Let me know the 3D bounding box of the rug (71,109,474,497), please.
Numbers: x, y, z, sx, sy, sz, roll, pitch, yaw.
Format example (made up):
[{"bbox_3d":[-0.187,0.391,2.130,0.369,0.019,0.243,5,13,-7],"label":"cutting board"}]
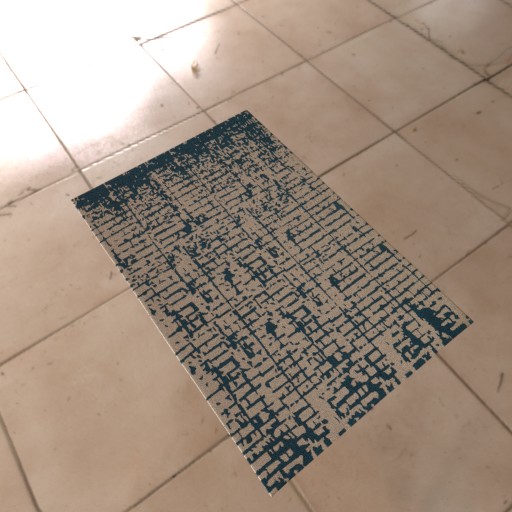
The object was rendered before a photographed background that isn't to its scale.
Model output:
[{"bbox_3d":[0.000,0.000,2.294,1.220,0.007,1.828,-33,65,-18],"label":"rug"}]
